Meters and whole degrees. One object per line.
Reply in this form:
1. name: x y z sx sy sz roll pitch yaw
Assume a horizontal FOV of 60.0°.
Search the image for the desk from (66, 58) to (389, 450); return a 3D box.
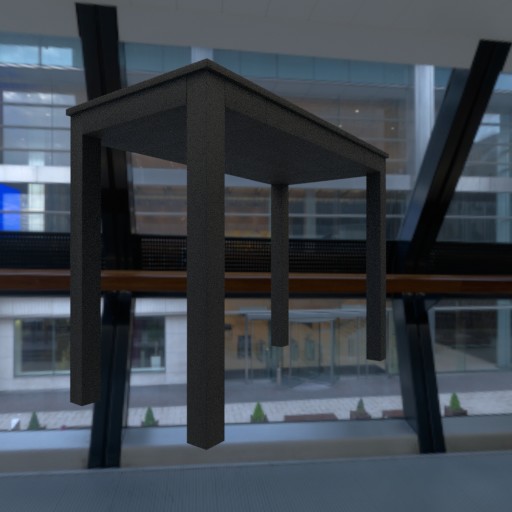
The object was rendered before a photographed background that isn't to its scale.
1. desk: 0.000 0.000 1.402 0.499 0.762 0.991 0 0 37
